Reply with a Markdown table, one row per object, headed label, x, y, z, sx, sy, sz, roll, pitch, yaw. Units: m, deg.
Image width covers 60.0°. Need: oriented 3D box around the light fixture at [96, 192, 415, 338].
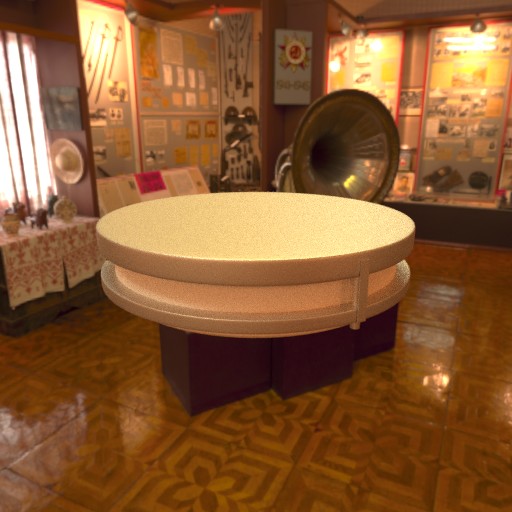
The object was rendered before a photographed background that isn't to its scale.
| label | x | y | z | sx | sy | sz | roll | pitch | yaw |
| --- | --- | --- | --- | --- | --- | --- | --- | --- | --- |
| light fixture | 0.000 | 0.000 | 0.535 | 0.356 | 0.102 | 0.356 | 0 | 17 | 0 |
